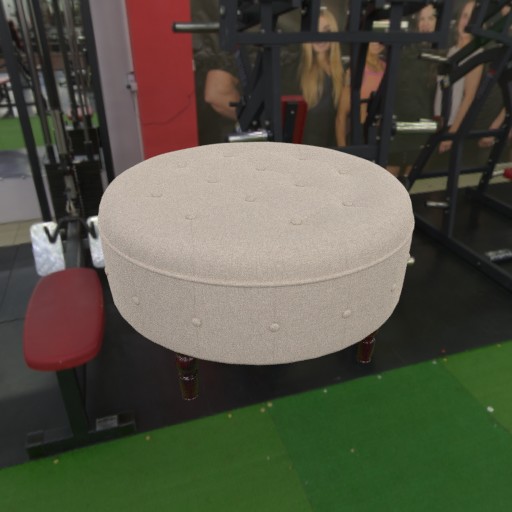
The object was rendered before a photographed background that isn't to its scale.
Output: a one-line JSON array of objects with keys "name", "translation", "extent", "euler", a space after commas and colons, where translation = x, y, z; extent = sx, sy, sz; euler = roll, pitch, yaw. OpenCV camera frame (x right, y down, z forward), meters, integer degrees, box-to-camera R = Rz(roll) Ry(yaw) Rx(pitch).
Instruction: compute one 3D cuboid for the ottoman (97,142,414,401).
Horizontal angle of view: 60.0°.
[{"name": "ottoman", "translation": [0.000, 0.000, 1.324], "extent": [0.848, 0.494, 0.848], "euler": [0, 29, 0]}]
